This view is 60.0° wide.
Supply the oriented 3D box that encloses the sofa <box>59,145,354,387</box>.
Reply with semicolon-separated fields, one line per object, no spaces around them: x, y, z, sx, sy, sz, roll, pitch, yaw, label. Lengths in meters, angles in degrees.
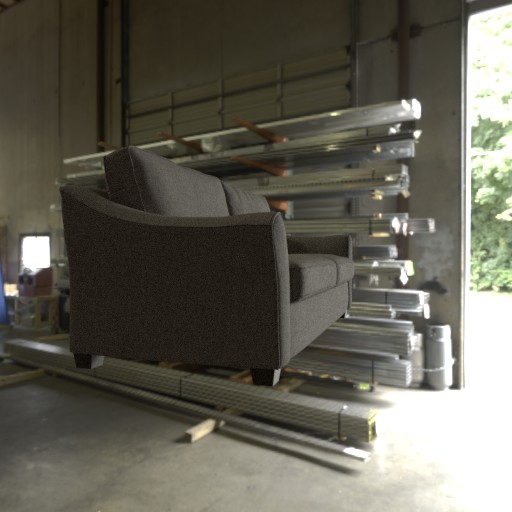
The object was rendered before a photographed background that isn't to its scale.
0.000;0.000;2.730;1.013;0.976;2.203;0;0;19;sofa
